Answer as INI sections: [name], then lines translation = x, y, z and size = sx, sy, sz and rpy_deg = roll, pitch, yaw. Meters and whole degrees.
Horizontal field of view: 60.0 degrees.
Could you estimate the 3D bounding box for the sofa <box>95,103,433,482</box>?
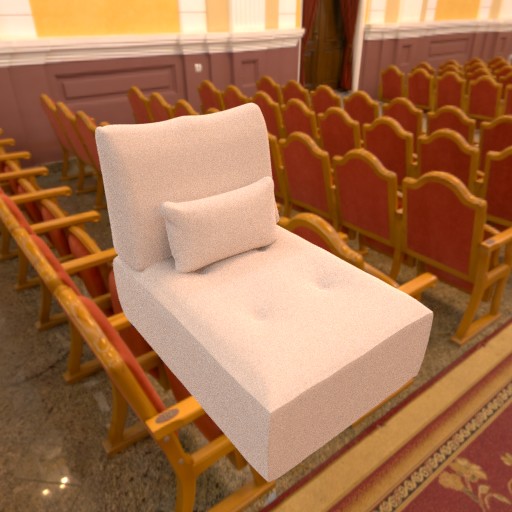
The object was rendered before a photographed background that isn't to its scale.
[sofa]
translation = 0.000, 0.000, 1.541
size = 0.700, 0.820, 1.000
rpy_deg = -21, 36, -32
